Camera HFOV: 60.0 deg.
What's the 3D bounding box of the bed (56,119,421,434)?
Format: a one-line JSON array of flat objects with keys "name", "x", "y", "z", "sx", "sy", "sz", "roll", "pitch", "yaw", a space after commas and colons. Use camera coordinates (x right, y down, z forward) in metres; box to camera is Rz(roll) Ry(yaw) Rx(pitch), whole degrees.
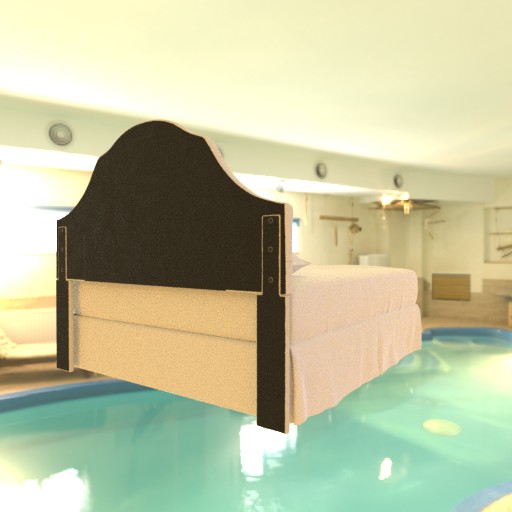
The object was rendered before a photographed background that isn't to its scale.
[{"name": "bed", "x": 0.000, "y": 0.000, "z": 3.504, "sx": 2.008, "sy": 1.615, "sz": 2.214, "roll": 1, "pitch": 1, "yaw": 36}]
